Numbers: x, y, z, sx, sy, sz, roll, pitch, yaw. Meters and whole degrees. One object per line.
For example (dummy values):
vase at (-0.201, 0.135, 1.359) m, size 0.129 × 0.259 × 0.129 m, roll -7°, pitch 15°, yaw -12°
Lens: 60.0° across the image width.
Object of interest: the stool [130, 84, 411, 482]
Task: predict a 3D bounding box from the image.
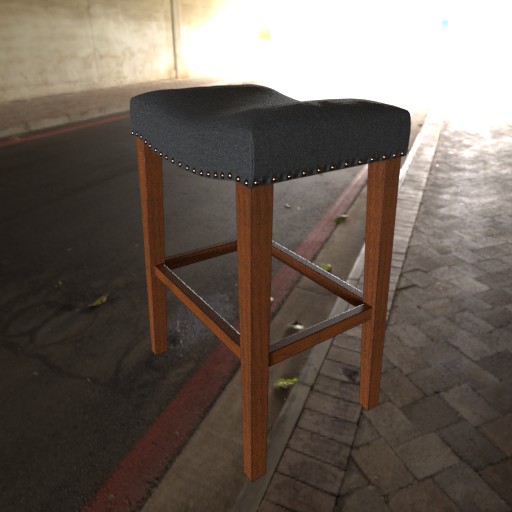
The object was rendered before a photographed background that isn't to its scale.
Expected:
stool at (0.000, 0.000, 0.877) m, size 0.320 × 0.612 × 0.439 m, roll -17°, pitch 31°, yaw -31°
